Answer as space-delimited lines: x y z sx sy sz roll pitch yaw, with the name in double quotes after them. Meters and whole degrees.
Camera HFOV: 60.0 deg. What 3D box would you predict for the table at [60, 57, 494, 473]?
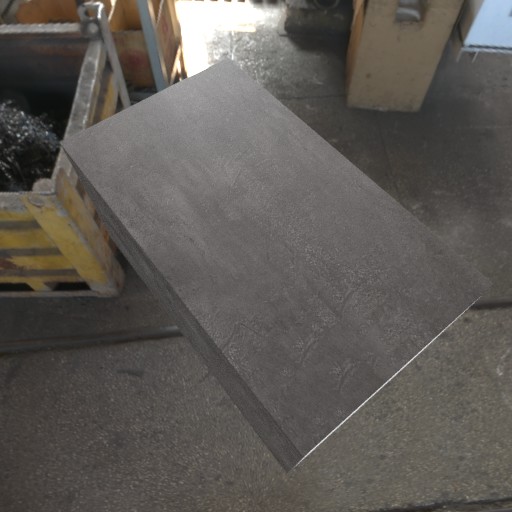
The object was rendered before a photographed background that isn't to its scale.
0.000 0.000 0.923 0.400 0.350 0.700 -35 66 -18 "table"
